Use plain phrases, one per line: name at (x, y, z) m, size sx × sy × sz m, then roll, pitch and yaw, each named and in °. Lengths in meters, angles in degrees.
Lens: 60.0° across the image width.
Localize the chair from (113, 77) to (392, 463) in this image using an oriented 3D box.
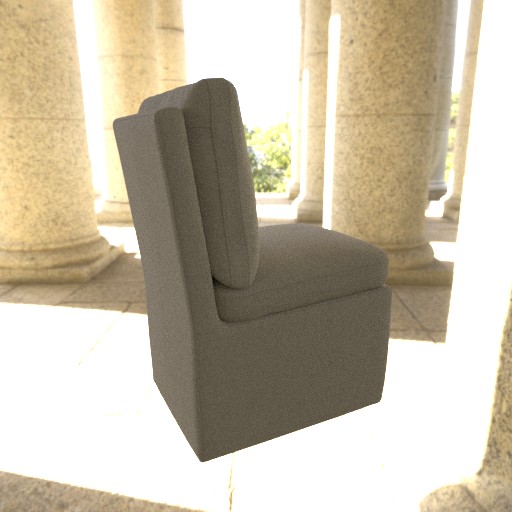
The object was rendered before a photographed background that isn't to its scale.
chair at (0.000, 0.000, 1.328) m, size 0.698 × 0.927 × 0.503 m, roll -7°, pitch 16°, yaw -27°
